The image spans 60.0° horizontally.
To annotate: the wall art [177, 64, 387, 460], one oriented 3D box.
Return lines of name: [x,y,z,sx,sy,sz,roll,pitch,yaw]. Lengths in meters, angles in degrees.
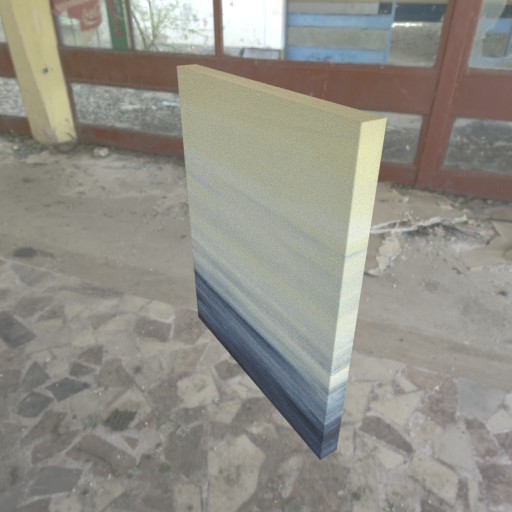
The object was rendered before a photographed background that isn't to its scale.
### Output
wall art: [0.000,0.000,0.833,0.040,0.608,0.489,-19,36,-28]
